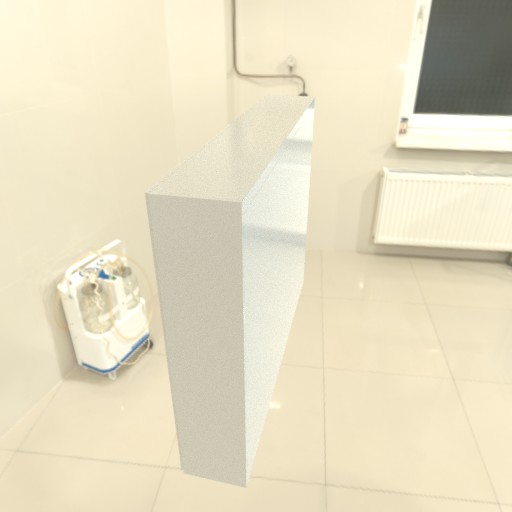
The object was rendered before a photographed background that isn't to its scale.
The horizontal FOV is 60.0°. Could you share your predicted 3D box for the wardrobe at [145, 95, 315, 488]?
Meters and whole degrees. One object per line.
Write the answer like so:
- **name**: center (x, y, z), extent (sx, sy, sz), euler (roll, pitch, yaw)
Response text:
- **wardrobe**: center (0.000, 0.000, 4.143), extent (0.580, 2.360, 3.000), euler (7, 30, 12)
